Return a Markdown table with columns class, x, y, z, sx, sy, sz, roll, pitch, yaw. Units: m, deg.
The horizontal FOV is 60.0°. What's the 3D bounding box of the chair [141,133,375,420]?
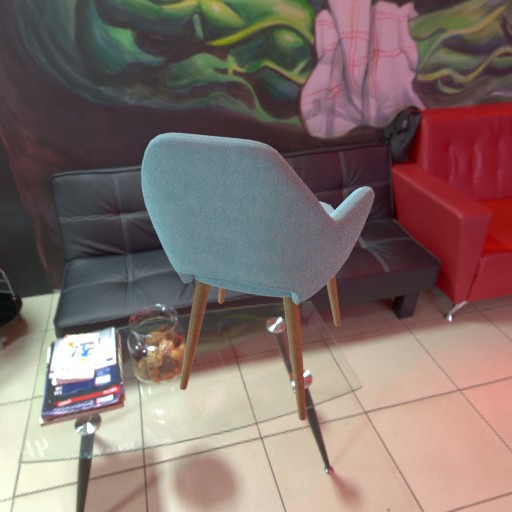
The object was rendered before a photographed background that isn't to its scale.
| class | x | y | z | sx | sy | sz | roll | pitch | yaw |
| --- | --- | --- | --- | --- | --- | --- | --- | --- | --- |
| chair | 0.000 | 0.000 | 1.249 | 0.590 | 0.840 | 0.610 | 9 | 33 | 15 |
